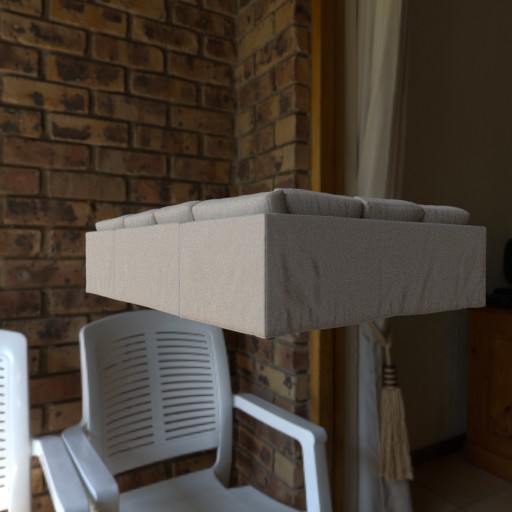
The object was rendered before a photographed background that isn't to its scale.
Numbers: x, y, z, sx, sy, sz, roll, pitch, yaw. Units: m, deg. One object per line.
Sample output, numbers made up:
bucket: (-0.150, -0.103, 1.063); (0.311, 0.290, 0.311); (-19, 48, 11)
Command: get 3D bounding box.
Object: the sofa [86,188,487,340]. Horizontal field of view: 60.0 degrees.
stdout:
sofa: (0.000, 0.000, 4.499); (2.427, 0.882, 3.460); (-1, 1, -36)
